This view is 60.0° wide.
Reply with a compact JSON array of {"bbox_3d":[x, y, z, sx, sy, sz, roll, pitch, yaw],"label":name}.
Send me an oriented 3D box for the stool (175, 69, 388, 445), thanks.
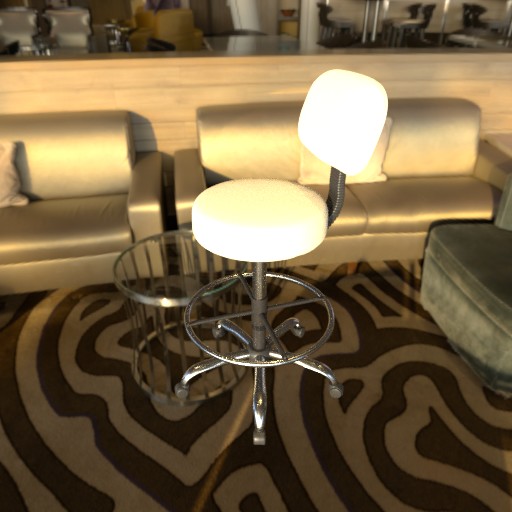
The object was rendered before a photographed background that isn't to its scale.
[{"bbox_3d":[0.000,0.000,1.431,0.616,1.080,0.609,-9,32,-15],"label":"stool"}]
